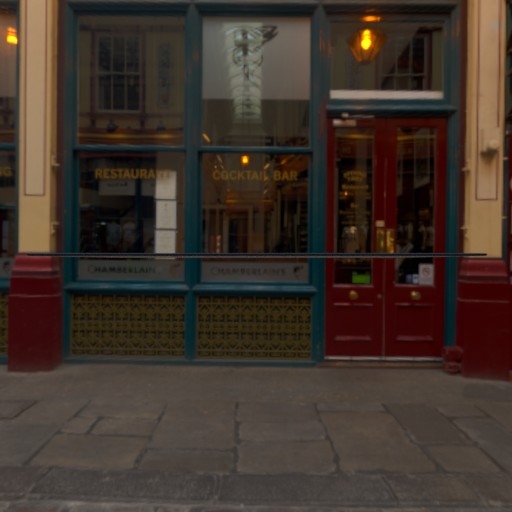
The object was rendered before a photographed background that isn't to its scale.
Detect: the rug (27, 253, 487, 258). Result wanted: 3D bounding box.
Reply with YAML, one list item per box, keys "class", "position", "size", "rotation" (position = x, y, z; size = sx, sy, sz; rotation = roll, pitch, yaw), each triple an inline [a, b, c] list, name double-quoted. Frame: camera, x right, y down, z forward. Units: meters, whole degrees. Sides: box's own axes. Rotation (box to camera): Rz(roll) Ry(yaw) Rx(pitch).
- class: "rug"
  position: [0.000, 0.000, 2.949]
  size: [2.294, 0.014, 1.528]
  rotation: [0, -1, 0]
